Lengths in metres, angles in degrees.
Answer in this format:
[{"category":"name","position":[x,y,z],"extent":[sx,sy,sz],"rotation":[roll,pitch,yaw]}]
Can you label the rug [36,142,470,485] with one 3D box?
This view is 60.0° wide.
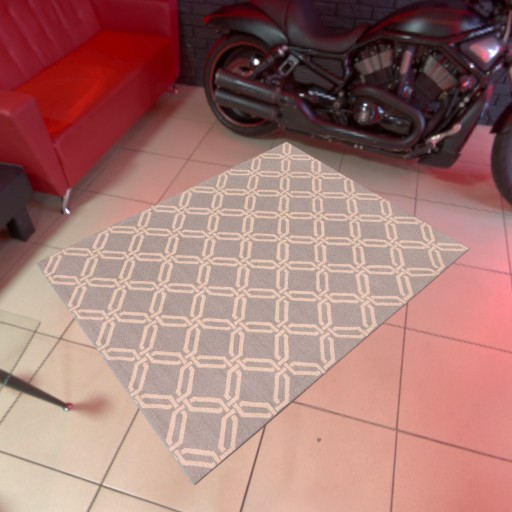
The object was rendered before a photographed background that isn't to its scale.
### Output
[{"category":"rug","position":[0.000,0.000,3.759],"extent":[2.895,0.018,2.288],"rotation":[-32,53,-27]}]
